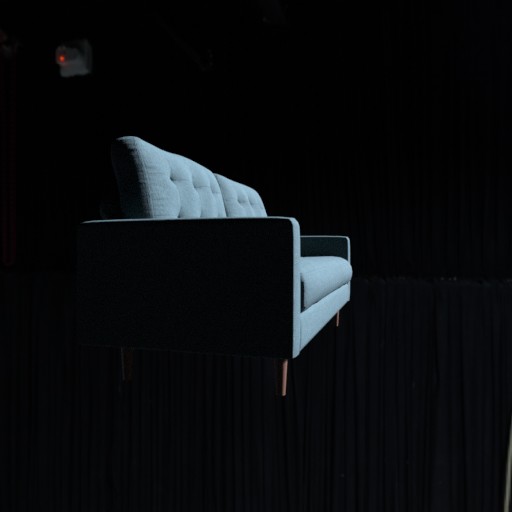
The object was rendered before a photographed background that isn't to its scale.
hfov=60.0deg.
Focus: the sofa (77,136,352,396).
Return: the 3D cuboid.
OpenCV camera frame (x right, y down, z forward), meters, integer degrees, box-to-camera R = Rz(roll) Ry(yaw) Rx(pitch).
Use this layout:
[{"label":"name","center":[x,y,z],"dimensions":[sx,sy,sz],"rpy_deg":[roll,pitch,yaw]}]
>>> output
[{"label":"sofa","center":[0.000,0.000,2.599],"dimensions":[0.966,1.050,2.010],"rpy_deg":[0,0,17]}]
